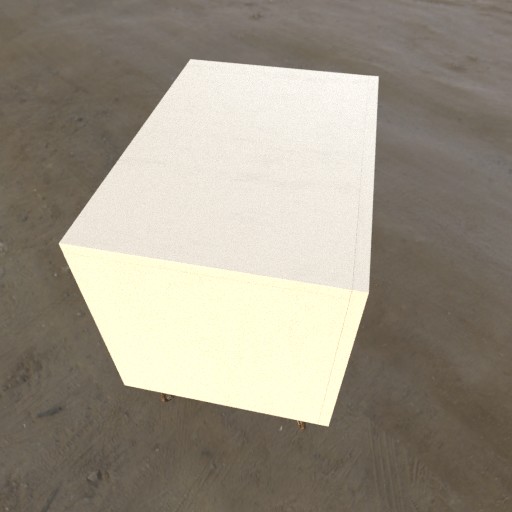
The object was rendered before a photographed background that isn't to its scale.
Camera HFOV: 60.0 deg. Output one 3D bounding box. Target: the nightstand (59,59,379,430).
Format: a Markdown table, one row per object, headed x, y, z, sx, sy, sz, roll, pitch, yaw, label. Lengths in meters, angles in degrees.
| x | y | z | sx | sy | sz | roll | pitch | yaw | label |
| --- | --- | --- | --- | --- | --- | --- | --- | --- | --- |
| 0.000 | 0.000 | 1.020 | 0.447 | 0.604 | 0.614 | 9 | 48 | 8 | nightstand |
